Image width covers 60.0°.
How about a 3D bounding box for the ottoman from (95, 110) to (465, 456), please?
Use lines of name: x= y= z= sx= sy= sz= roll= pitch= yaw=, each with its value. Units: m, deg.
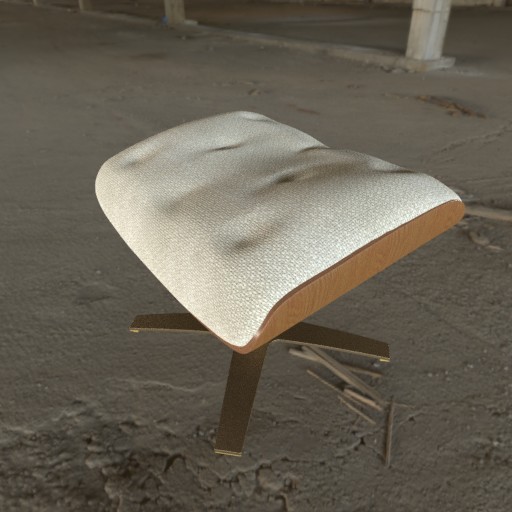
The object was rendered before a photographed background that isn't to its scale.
ottoman: x=0.000 y=0.000 z=0.783 sx=0.394 sy=0.391 sz=0.520 roll=-21 pitch=38 yaw=-29
